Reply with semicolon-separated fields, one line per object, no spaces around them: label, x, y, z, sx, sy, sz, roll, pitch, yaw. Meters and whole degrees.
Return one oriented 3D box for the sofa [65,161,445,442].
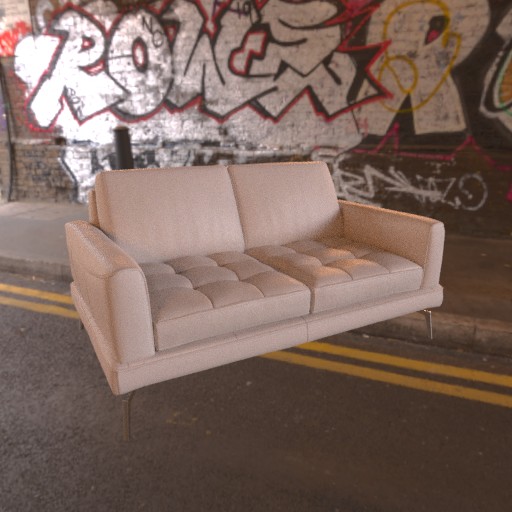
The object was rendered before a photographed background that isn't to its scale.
sofa;0.000;0.000;2.411;1.819;0.930;1.121;-9;18;-28
